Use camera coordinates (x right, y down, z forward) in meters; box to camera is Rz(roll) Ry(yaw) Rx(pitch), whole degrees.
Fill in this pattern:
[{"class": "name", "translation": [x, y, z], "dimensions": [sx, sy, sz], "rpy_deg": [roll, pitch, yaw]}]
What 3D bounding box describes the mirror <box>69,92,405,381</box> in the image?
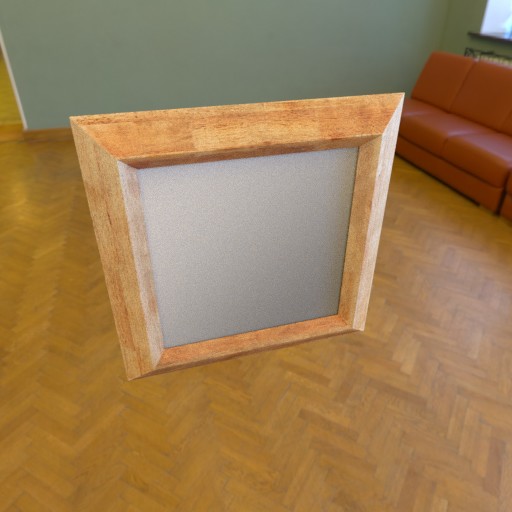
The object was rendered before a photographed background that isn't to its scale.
[{"class": "mirror", "translation": [0.000, 0.000, 0.989], "dimensions": [0.651, 0.651, 0.047], "rpy_deg": [-9, 34, -14]}]
